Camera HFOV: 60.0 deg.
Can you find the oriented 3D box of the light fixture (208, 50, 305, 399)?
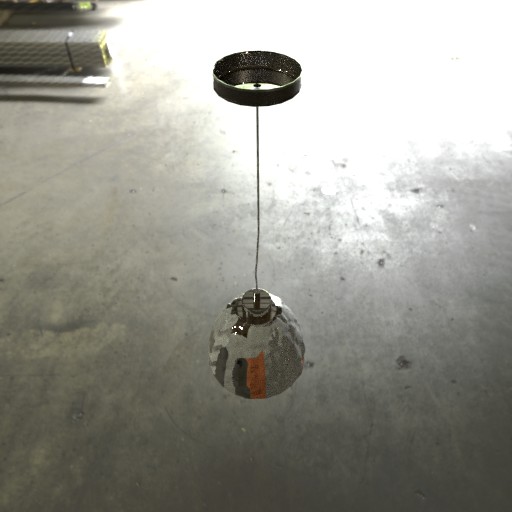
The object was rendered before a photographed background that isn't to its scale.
[{"bbox_3d":[0.000,0.000,1.777,0.500,1.511,0.496,-10,47,-9],"label":"light fixture"}]
